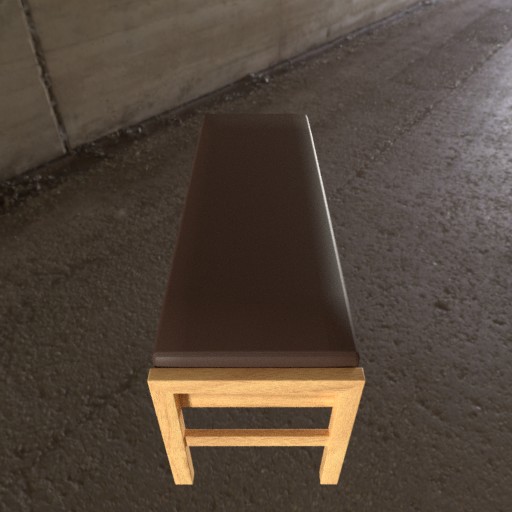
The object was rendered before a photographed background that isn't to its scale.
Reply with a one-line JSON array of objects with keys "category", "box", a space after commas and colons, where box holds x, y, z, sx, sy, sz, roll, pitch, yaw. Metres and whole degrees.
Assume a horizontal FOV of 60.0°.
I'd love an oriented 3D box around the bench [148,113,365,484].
[{"category": "bench", "box": [0.000, 0.000, 1.410, 0.405, 0.480, 1.200, 0, 40, 0]}]
